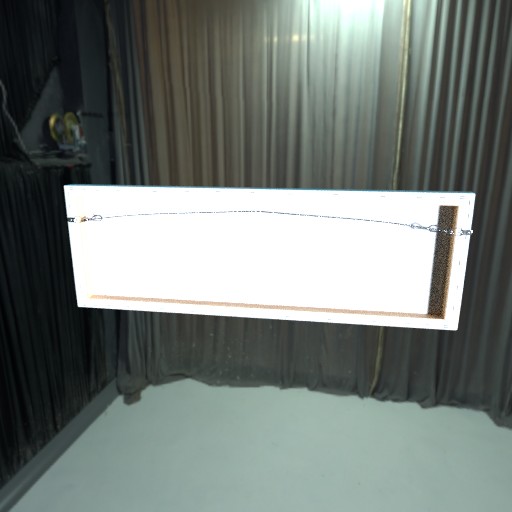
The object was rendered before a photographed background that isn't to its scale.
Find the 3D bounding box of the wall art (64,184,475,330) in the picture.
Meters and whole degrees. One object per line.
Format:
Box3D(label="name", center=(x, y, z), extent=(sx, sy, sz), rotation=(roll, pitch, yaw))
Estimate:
Box3D(label="wall art", center=(0.000, 0.000, 0.843), extent=(0.759, 0.254, 0.044), rotation=(2, 16, 9))
